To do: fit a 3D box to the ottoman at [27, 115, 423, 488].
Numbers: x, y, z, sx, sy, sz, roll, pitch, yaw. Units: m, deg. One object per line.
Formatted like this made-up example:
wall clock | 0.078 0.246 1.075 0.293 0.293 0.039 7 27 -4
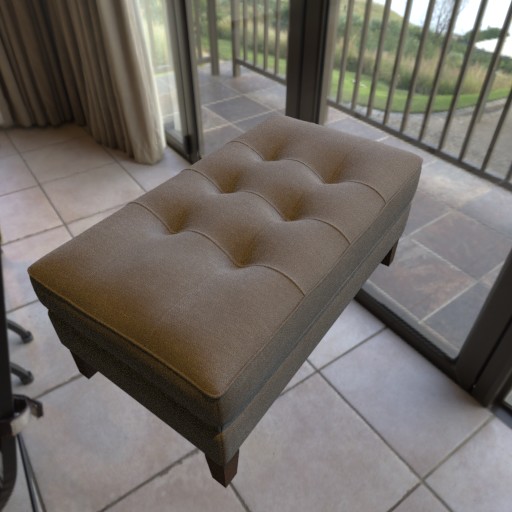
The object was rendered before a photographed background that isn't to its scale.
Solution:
ottoman | 0.000 0.000 1.442 0.648 0.514 1.143 26 48 26
